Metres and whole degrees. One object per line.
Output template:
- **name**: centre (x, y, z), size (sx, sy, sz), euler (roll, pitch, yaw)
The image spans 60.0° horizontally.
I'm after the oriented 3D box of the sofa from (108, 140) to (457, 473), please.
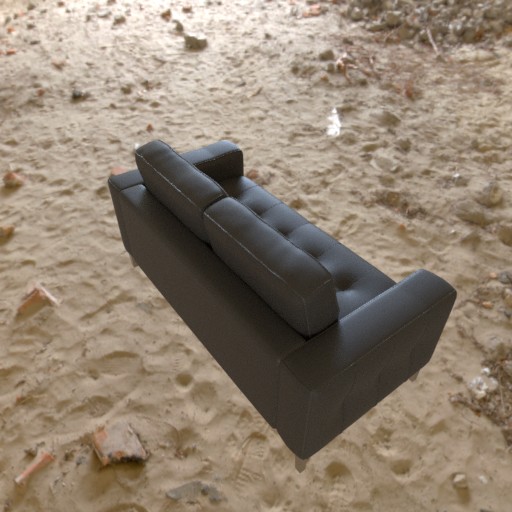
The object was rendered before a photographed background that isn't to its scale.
- **sofa**: centre (0.000, 0.000, 2.250), size (0.833, 0.893, 1.726), euler (-26, 47, -27)
